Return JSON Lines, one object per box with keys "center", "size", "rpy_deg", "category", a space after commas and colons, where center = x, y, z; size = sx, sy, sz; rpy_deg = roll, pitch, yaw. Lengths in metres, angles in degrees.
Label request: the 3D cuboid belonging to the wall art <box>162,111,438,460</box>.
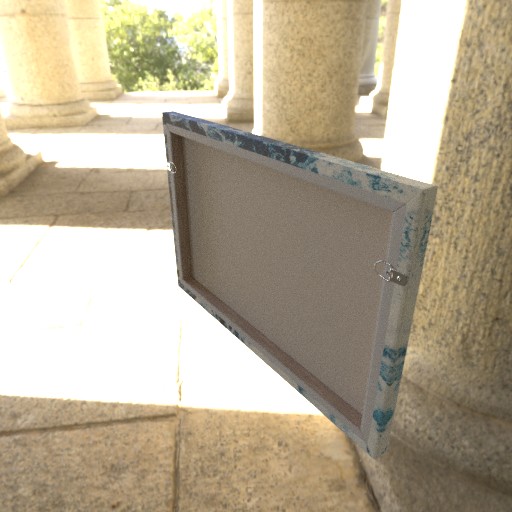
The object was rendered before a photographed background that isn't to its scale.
{"center": [0.000, 0.000, 1.154], "size": [0.042, 0.610, 0.915], "rpy_deg": [-19, 32, -32], "category": "wall art"}
